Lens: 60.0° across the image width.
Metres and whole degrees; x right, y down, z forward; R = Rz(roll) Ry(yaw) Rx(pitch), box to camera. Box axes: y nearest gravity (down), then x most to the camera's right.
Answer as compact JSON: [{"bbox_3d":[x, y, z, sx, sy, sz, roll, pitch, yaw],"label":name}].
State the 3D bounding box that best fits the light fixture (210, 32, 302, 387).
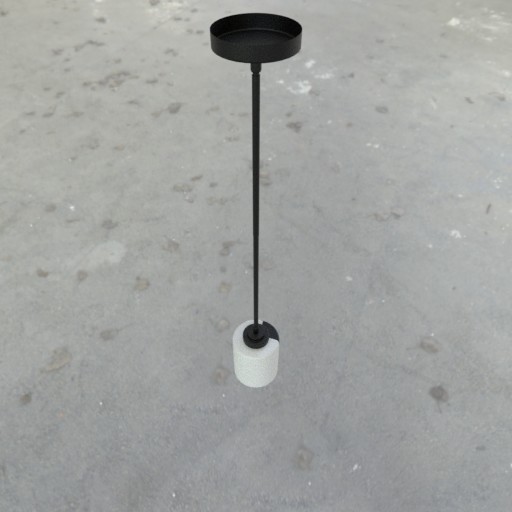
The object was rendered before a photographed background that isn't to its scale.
[{"bbox_3d":[0.000,0.000,0.897,0.123,0.863,0.123,17,48,16],"label":"light fixture"}]
